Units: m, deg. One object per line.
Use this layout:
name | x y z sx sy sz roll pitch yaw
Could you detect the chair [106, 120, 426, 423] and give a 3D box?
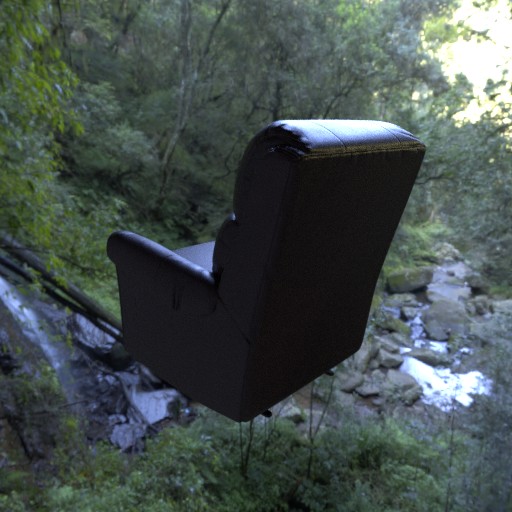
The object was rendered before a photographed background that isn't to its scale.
chair | 0.000 0.000 1.798 1.014 1.054 0.838 16 23 42
